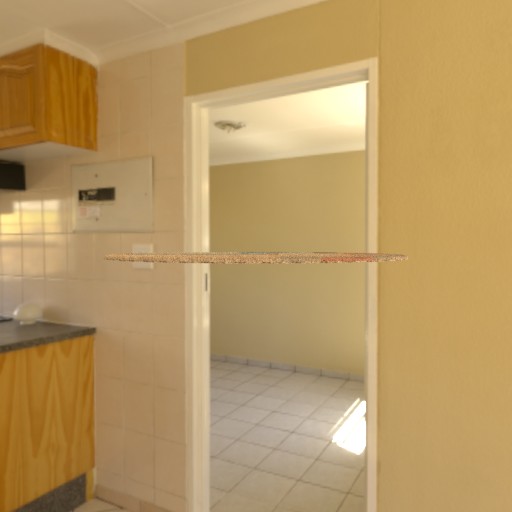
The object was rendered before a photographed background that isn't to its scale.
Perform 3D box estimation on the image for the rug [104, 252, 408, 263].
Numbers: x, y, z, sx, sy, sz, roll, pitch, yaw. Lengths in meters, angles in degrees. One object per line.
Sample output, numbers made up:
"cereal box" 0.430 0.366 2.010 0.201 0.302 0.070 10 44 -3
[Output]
"rug" 0.000 0.000 3.791 2.461 0.033 2.461 0 1 0
